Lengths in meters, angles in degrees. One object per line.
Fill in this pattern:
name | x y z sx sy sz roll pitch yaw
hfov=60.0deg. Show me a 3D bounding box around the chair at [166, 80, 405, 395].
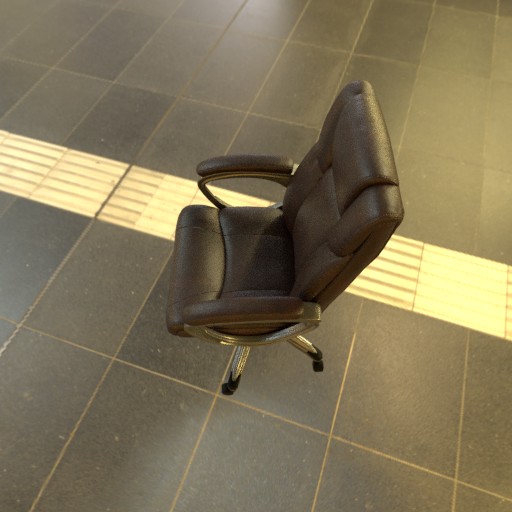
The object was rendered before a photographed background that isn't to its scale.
chair | 0.000 0.000 1.565 0.692 1.128 0.656 0 56 0
